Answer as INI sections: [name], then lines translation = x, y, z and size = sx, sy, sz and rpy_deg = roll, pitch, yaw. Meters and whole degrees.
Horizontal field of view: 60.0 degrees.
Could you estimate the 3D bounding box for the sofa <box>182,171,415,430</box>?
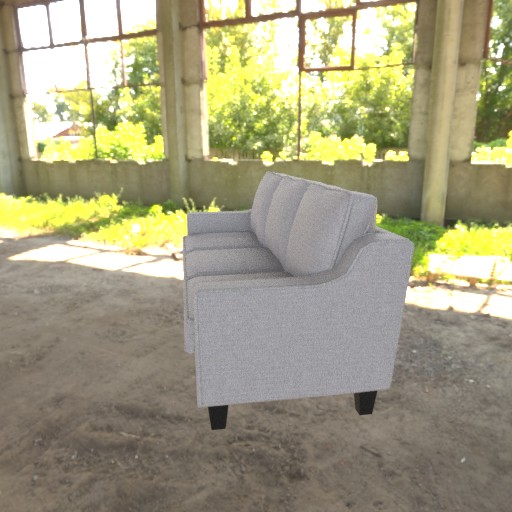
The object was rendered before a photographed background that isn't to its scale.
[sofa]
translation = 0.000, 0.000, 2.731
size = 0.899, 0.950, 2.129
rpy_deg = -2, 14, -9
